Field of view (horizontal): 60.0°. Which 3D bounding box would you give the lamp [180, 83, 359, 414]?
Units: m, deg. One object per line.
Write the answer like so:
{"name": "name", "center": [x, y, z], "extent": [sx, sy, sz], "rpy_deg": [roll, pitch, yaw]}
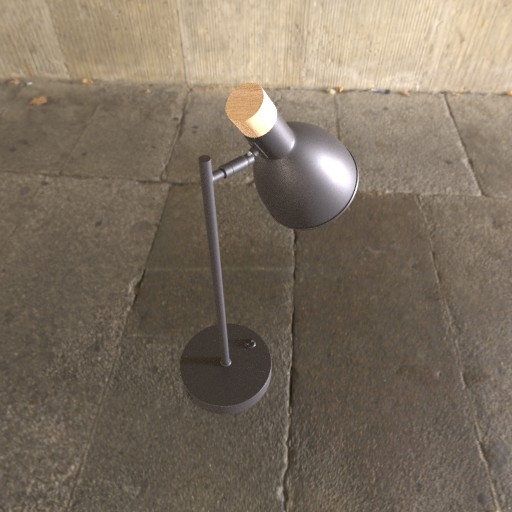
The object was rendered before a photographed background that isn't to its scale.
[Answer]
{"name": "lamp", "center": [0.000, 0.000, 0.596], "extent": [0.287, 0.483, 0.152], "rpy_deg": [-33, 56, -26]}
